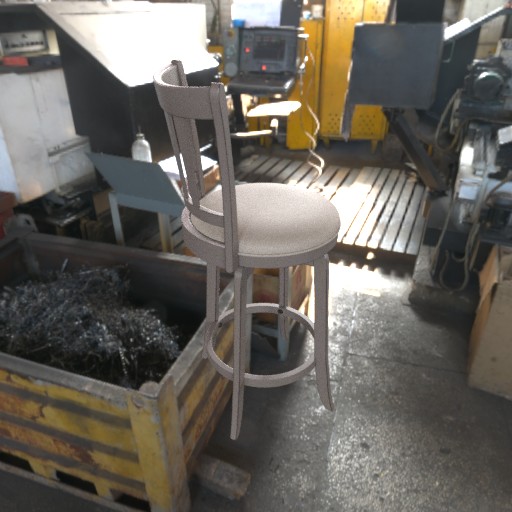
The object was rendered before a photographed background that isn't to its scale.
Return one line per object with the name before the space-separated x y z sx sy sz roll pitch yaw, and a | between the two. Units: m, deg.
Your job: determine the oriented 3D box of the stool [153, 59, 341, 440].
stool | 0.000 0.000 1.291 0.475 1.023 0.436 -10 32 -17
